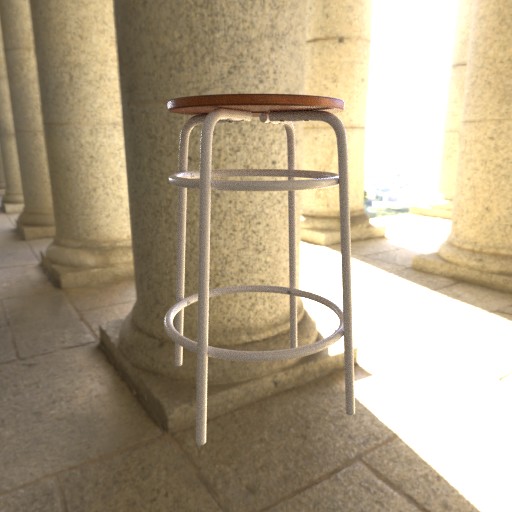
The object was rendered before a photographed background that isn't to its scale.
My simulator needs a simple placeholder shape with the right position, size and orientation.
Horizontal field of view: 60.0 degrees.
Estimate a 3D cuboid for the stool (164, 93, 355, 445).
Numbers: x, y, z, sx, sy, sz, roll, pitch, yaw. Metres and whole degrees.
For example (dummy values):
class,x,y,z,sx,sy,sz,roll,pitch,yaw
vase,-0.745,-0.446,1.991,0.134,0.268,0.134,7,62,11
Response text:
class,x,y,z,sx,sy,sz,roll,pitch,yaw
stool,0.000,0.000,0.929,0.455,0.610,0.455,7,16,27
